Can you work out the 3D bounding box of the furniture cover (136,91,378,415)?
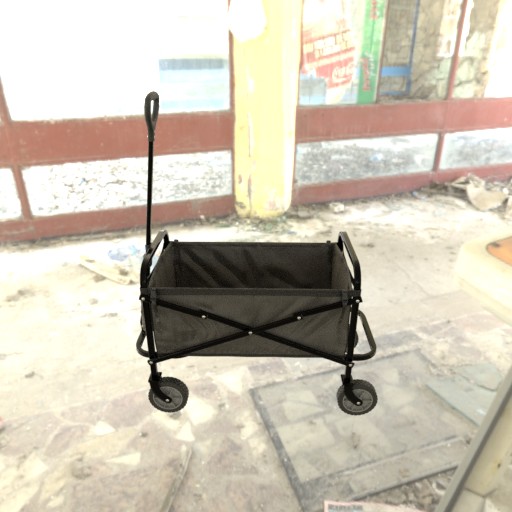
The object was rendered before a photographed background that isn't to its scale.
[{"bbox_3d":[0.000,0.000,1.853,1.038,1.295,0.532,1,25,1],"label":"furniture cover"}]
